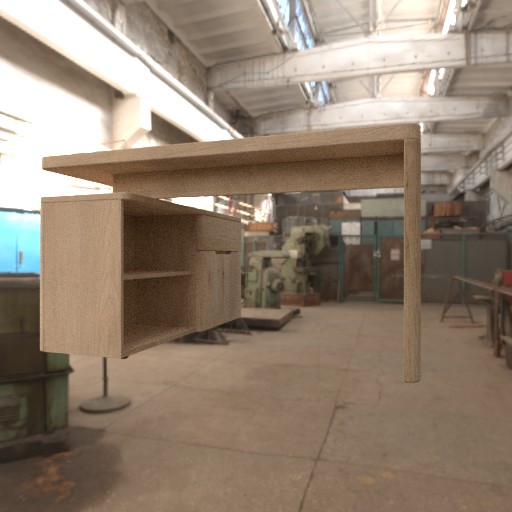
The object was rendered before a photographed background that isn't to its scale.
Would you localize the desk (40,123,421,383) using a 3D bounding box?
[{"bbox_3d":[0.000,0.000,2.049,1.400,0.770,1.175,0,0,19],"label":"desk"}]
